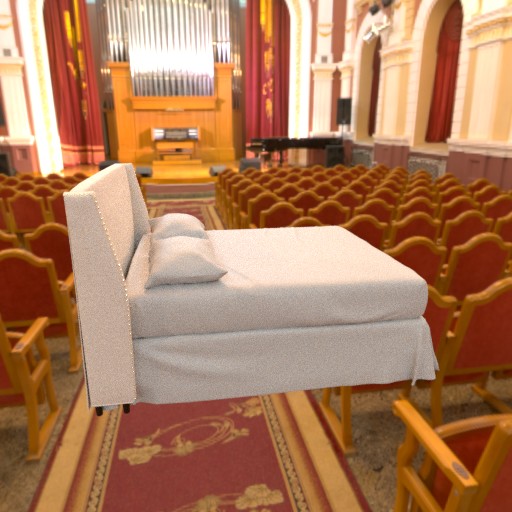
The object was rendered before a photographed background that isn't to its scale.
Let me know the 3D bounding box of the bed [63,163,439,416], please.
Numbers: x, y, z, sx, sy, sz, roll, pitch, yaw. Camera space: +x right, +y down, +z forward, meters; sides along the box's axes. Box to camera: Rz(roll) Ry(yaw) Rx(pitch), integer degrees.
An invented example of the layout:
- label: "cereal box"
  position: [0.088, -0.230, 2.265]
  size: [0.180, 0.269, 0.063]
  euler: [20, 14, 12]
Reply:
- label: "bed"
  position: [0.000, 0.000, 3.443]
  size: [2.276, 1.332, 1.925]
  euler: [-3, 17, -9]
